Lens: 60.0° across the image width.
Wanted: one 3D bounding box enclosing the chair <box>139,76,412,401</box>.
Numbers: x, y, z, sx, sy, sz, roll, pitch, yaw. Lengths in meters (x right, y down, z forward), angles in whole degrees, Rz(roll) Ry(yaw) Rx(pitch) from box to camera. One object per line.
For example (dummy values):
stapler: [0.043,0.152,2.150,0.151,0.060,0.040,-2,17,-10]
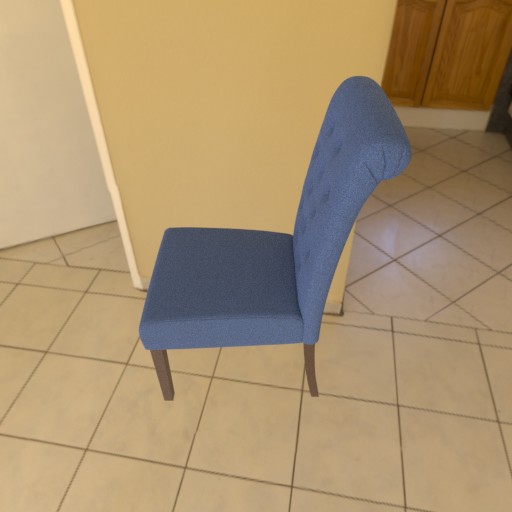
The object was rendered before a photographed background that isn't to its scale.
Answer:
chair: [0.000,0.000,1.381,0.671,1.006,0.456,0,41,0]
